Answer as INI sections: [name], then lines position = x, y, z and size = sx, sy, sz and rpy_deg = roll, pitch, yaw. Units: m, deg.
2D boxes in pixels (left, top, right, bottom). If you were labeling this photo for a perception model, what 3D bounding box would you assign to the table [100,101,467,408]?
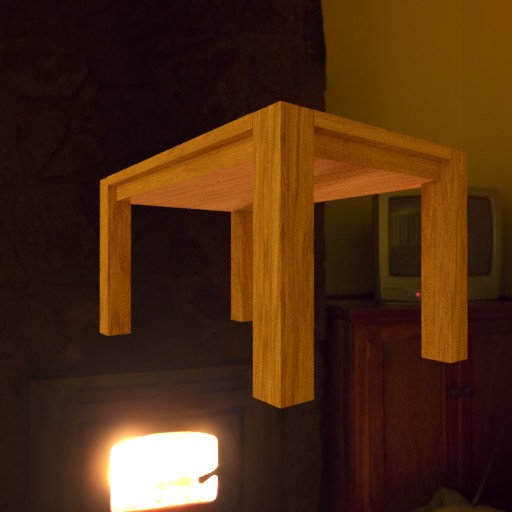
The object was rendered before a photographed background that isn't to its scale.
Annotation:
[table]
position = 0.000, 0.000, 1.921
size = 0.900, 0.760, 1.400
rpy_deg = 0, 0, -37
